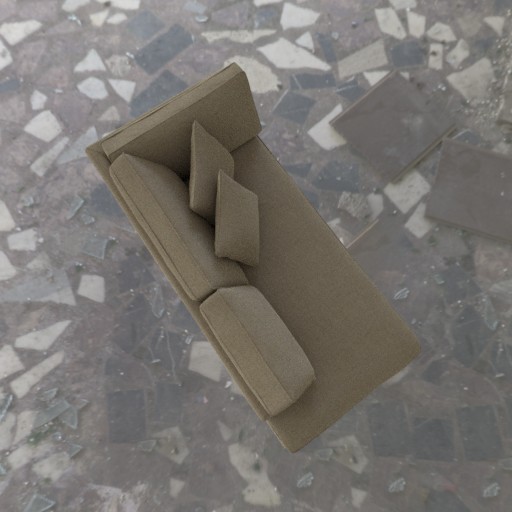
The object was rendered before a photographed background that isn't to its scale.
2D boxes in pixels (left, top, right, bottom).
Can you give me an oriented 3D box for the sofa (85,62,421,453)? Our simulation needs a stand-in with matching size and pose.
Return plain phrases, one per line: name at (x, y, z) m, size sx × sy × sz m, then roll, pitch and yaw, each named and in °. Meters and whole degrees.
sofa at (0.000, 0.000, 2.901) m, size 1.110 × 1.019 × 2.238 m, roll -34°, pitch 77°, yaw -9°
